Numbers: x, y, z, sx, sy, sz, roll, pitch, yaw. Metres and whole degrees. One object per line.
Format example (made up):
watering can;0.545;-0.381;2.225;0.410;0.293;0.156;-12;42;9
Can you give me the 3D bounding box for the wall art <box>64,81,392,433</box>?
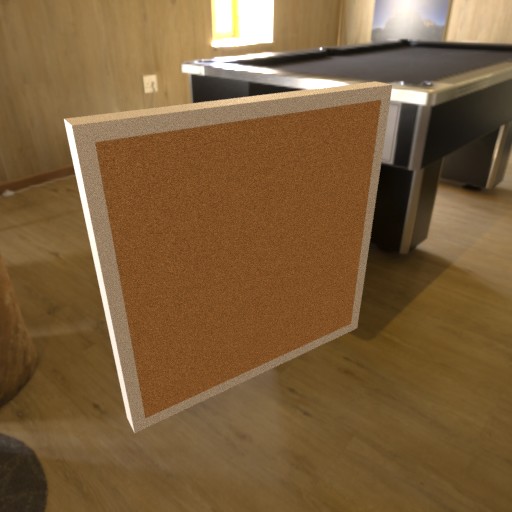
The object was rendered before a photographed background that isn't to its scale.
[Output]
wall art;0.000;0.000;0.748;0.507;0.508;0.038;-18;34;-28
